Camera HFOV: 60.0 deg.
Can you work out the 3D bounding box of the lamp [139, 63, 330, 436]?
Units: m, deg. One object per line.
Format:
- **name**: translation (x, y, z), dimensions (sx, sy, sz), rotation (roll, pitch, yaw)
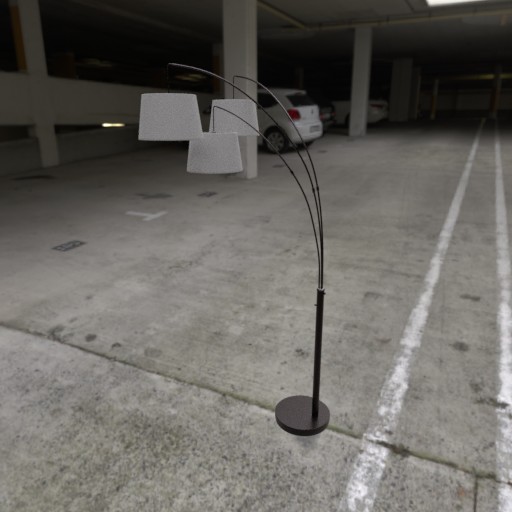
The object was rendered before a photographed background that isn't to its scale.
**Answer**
- **lamp**: translation (0.000, 0.000, 2.475), dimensions (0.924, 1.950, 0.951), rotation (8, 19, 25)
